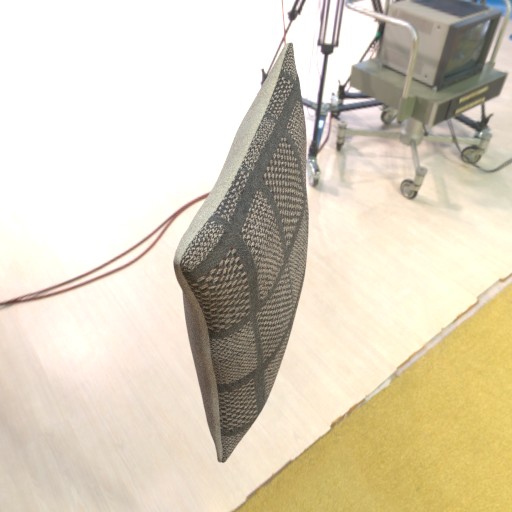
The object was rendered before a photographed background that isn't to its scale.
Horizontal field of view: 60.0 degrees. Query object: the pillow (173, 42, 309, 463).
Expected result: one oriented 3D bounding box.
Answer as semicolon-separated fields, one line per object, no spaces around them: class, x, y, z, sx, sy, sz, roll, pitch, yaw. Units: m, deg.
pillow;0.000;0.000;0.631;0.138;0.432;0.435;10;48;10
